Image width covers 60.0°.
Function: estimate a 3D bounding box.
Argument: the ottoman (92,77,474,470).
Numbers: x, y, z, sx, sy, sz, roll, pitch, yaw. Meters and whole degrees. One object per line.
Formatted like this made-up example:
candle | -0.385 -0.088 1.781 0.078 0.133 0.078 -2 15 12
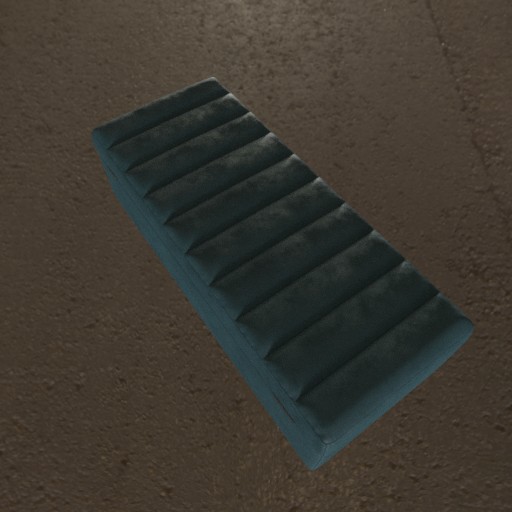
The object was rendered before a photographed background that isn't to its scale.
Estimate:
ottoman | 0.000 0.000 1.383 0.482 0.469 1.151 -31 63 -18
